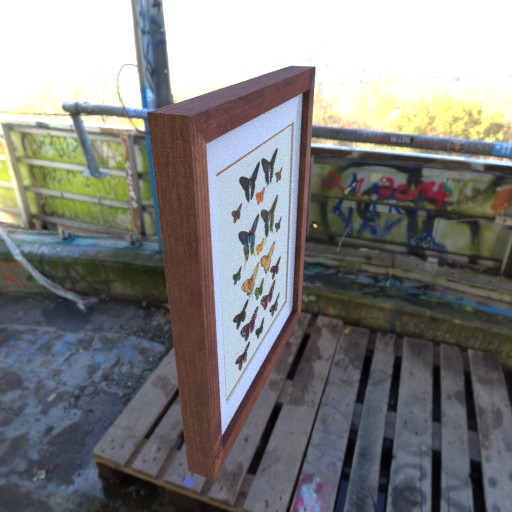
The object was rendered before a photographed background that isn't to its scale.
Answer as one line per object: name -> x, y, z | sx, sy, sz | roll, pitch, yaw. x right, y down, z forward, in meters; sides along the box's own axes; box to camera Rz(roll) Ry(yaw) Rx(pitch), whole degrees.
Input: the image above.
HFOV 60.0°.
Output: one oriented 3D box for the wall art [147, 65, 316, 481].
wall art -> 0.000, 0.000, 0.612 | 0.039, 0.449, 0.377 | 11, 31, 19
